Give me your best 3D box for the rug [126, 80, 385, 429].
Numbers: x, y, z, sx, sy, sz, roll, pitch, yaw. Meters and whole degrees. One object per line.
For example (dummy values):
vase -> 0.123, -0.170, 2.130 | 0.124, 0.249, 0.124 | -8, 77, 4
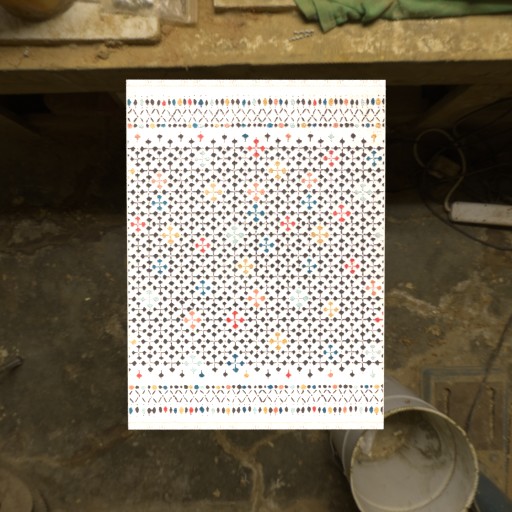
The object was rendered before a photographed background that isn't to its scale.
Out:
rug -> 0.000, 0.000, 4.057 | 2.354, 0.007, 3.196 | 0, 91, 0
